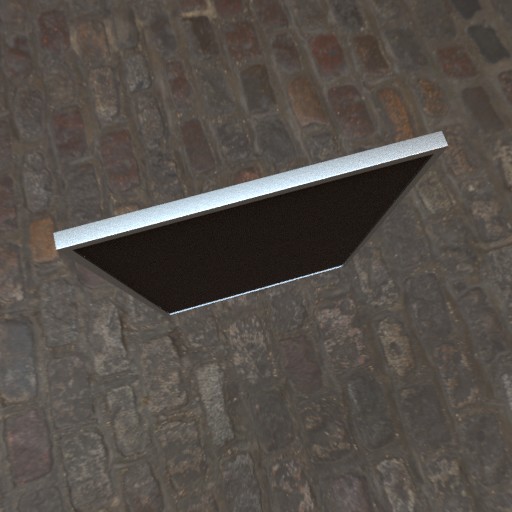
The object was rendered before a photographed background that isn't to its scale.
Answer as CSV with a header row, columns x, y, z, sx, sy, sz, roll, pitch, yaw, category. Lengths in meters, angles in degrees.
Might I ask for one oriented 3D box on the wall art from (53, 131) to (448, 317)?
x,y,z,sx,sy,sz,roll,pitch,yaw,category
0.000,0.000,1.386,0.801,1.062,0.037,-15,76,-4,wall art
